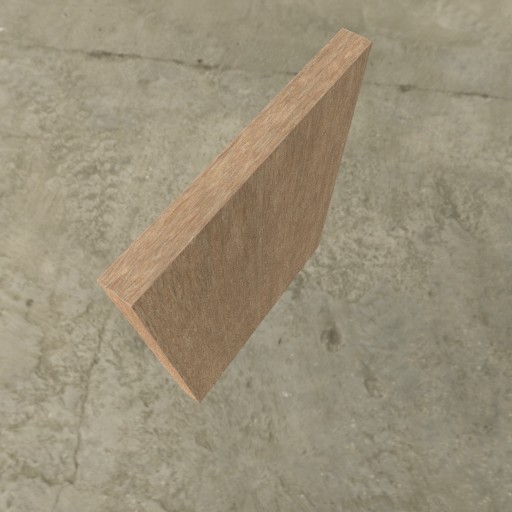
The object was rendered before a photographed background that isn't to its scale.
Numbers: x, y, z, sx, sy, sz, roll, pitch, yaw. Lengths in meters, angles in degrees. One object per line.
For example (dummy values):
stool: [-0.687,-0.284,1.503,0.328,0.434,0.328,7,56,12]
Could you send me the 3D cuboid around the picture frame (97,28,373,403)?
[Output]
picture frame: [0.000,0.000,0.701,0.043,0.526,0.424,33,68,16]
